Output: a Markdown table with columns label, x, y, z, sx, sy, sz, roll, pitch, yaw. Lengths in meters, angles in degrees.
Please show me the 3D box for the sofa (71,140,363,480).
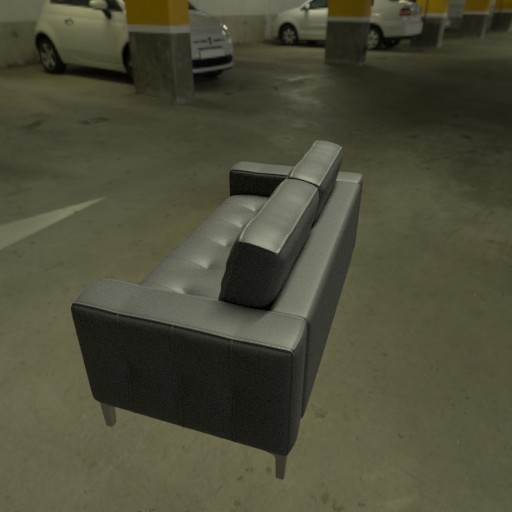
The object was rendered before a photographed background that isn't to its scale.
| label | x | y | z | sx | sy | sz | roll | pitch | yaw |
| --- | --- | --- | --- | --- | --- | --- | --- | --- | --- |
| sofa | 0.000 | 0.000 | 2.211 | 0.833 | 0.892 | 1.726 | 9 | 31 | 16 |
